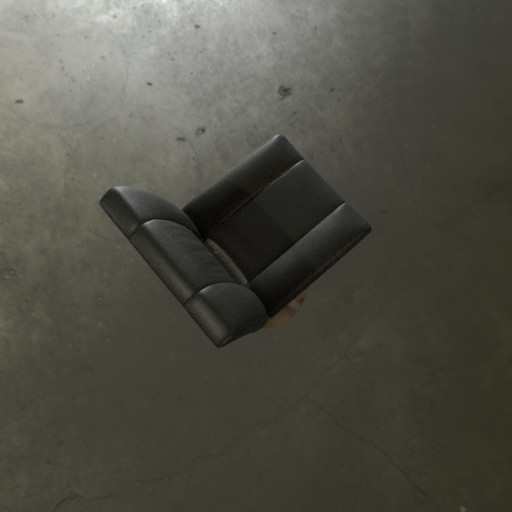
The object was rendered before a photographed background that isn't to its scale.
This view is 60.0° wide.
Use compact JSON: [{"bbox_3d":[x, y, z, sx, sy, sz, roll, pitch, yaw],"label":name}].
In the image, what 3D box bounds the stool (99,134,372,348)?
[{"bbox_3d":[0.000,0.000,1.434,0.520,1.151,0.415,-40,79,-9],"label":"stool"}]
